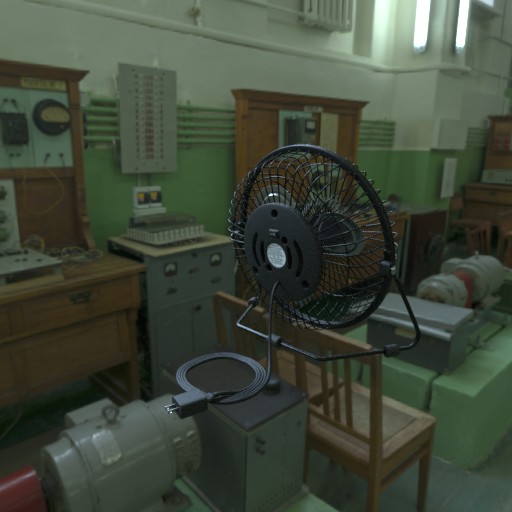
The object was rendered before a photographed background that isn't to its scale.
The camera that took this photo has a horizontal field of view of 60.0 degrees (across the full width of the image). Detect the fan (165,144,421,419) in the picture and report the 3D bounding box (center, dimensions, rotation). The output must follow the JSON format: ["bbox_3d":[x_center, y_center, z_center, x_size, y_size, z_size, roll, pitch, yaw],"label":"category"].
[{"bbox_3d":[0.000,0.000,0.385,0.227,0.188,0.209,-14,20,-43],"label":"fan"}]
